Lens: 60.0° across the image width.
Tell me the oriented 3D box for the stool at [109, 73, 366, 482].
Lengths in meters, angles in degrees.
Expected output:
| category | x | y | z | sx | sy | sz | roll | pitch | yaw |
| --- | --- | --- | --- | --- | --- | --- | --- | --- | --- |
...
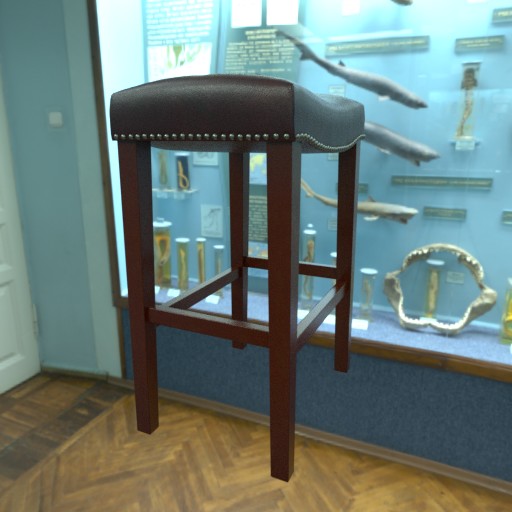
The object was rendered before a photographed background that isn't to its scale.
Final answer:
| category | x | y | z | sx | sy | sz | roll | pitch | yaw |
| --- | --- | --- | --- | --- | --- | --- | --- | --- | --- |
| stool | 0.000 | 0.000 | 1.033 | 0.372 | 0.742 | 0.504 | 7 | 17 | 24 |
